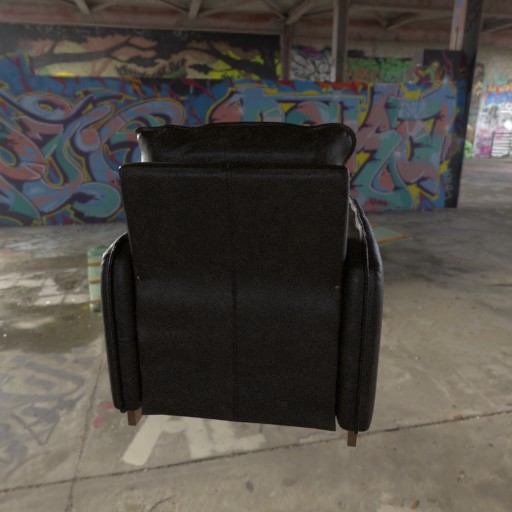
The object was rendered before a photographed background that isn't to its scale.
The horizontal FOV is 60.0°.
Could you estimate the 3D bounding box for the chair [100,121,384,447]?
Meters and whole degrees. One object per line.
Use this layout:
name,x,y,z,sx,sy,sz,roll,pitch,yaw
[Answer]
chair,0.000,0.000,1.597,0.830,0.921,0.921,2,16,8
